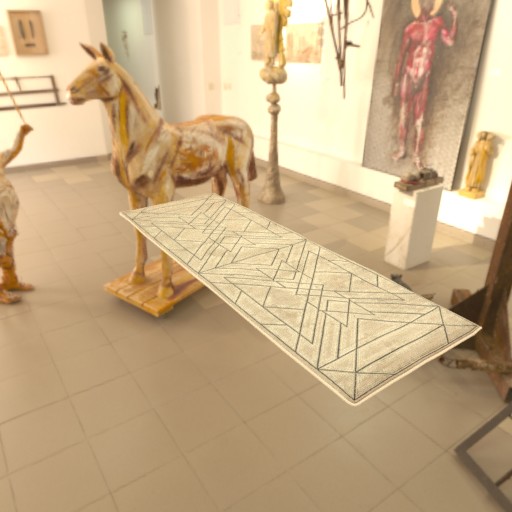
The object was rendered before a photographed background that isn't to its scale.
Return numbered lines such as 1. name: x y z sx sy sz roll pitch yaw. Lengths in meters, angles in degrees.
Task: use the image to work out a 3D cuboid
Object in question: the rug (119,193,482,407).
1. rug: 0.000 0.000 2.653 0.831 0.036 2.381 -17 31 -31
